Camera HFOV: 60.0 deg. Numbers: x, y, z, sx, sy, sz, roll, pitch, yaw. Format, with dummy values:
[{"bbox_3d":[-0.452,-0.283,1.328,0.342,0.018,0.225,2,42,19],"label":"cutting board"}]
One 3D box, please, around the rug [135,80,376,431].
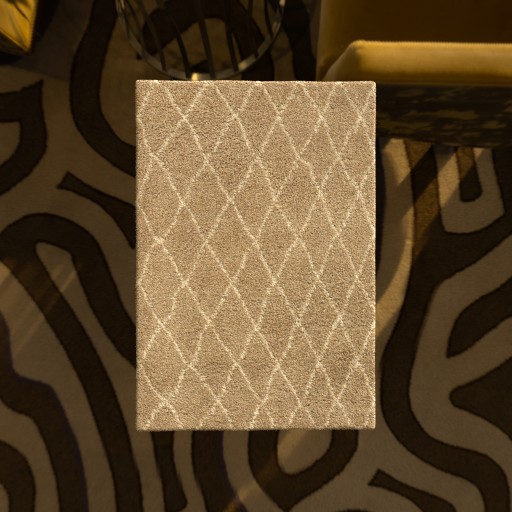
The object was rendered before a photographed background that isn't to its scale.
[{"bbox_3d":[0.000,0.000,2.260,1.219,0.030,1.778,0,90,-1],"label":"rug"}]
